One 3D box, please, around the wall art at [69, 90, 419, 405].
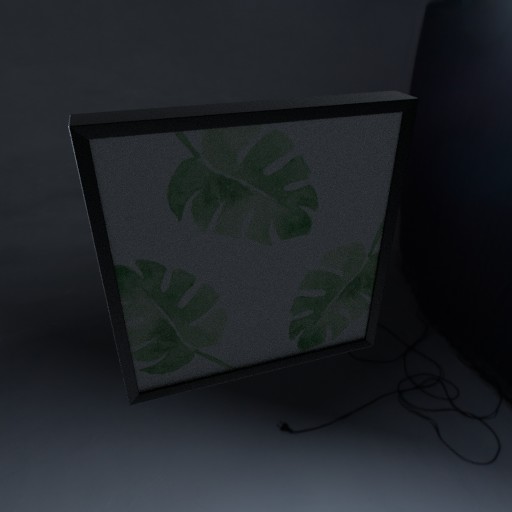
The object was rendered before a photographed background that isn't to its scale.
[{"bbox_3d":[0.000,0.000,0.462,0.304,0.304,0.038,-10,33,-16],"label":"wall art"}]
